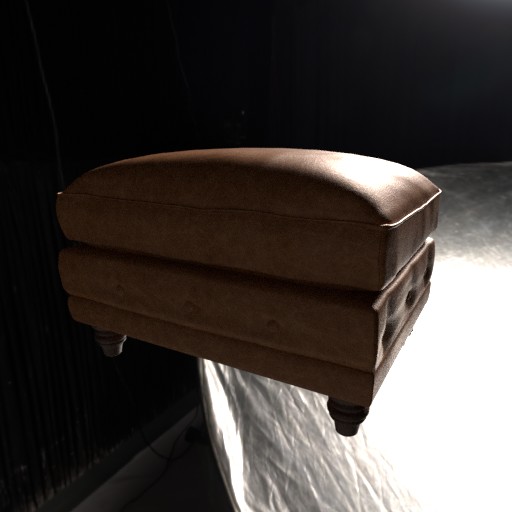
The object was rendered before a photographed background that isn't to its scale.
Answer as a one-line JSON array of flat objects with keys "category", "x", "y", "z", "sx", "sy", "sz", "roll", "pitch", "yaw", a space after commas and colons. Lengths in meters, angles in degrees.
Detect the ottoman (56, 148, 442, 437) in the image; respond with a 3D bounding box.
[{"category": "ottoman", "x": 0.000, "y": 0.000, "z": 1.018, "sx": 0.710, "sy": 0.480, "sz": 0.533, "roll": 9, "pitch": 18, "yaw": 29}]
